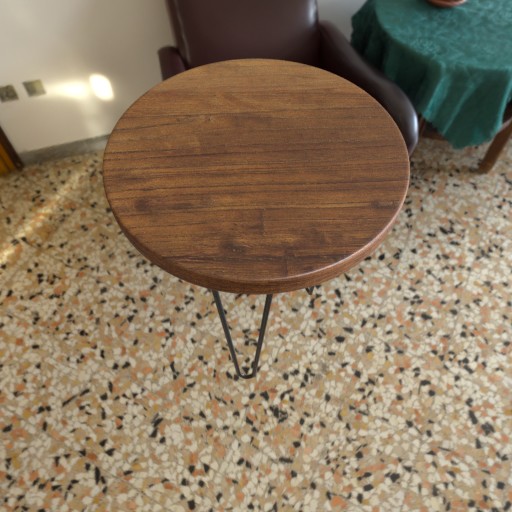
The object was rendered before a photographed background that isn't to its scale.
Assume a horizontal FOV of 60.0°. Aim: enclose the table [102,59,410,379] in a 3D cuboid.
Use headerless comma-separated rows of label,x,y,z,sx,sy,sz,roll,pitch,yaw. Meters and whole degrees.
table,0.000,0.000,0.800,0.400,0.520,0.400,0,57,0
